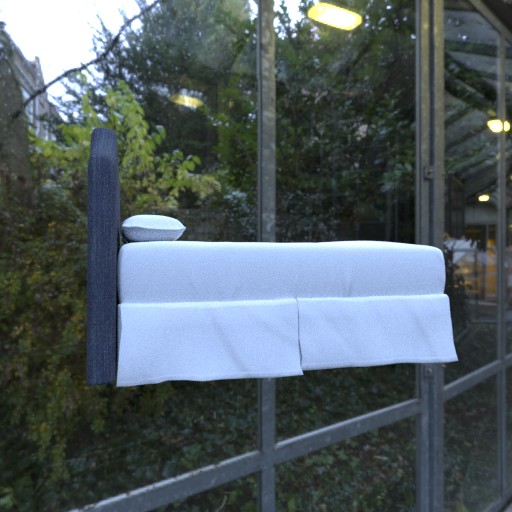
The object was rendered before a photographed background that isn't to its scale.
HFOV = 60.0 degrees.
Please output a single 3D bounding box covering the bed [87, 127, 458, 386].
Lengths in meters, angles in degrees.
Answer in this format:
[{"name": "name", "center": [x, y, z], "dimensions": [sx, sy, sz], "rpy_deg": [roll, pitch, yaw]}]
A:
[{"name": "bed", "center": [0.000, 0.000, 3.132], "dimensions": [2.116, 1.290, 1.693], "rpy_deg": [0, -1, -17]}]
